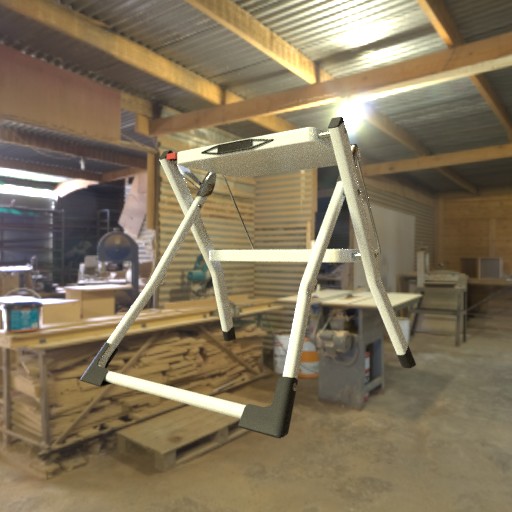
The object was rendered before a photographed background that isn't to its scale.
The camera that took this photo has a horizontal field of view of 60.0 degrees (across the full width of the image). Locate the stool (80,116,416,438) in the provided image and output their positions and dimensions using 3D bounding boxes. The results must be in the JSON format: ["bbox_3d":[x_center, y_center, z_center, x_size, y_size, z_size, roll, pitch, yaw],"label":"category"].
[{"bbox_3d":[0.000,0.000,0.862,0.485,0.445,0.490,0,0,36],"label":"stool"}]
